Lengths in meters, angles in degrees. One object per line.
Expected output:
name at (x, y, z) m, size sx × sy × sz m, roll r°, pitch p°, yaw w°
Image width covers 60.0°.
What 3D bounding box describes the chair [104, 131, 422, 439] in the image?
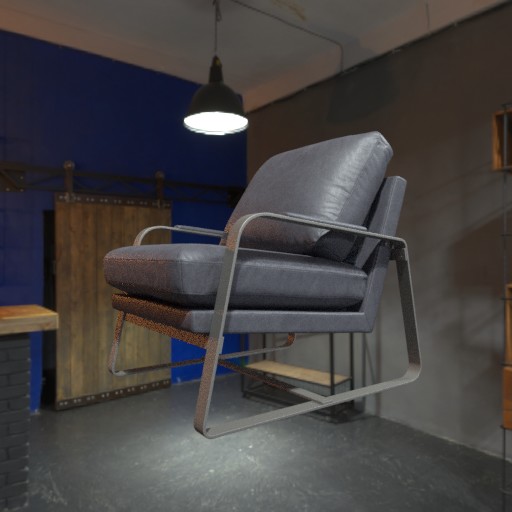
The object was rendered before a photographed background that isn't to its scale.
chair at (0.000, 0.000, 1.513) m, size 0.878 × 0.839 × 0.692 m, roll 0°, pitch 0°, yaw -36°
